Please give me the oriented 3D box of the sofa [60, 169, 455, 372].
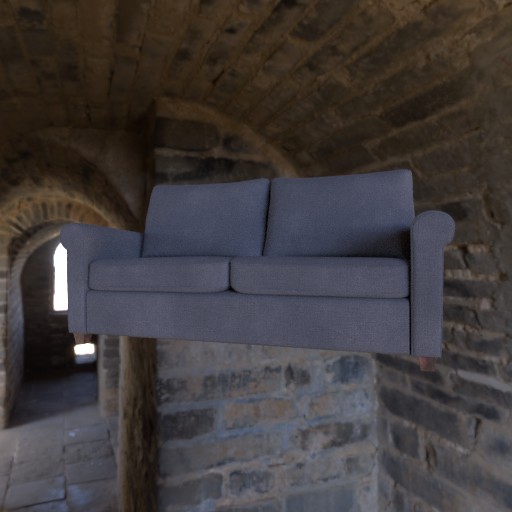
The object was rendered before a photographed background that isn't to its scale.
[{"bbox_3d":[0.000,0.000,2.429,1.935,0.942,0.842,0,-1,20],"label":"sofa"}]
